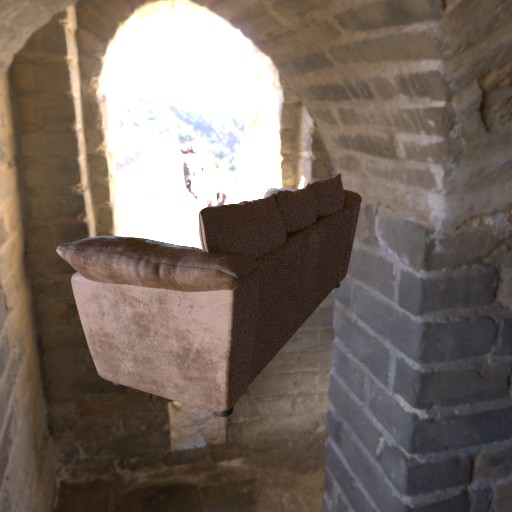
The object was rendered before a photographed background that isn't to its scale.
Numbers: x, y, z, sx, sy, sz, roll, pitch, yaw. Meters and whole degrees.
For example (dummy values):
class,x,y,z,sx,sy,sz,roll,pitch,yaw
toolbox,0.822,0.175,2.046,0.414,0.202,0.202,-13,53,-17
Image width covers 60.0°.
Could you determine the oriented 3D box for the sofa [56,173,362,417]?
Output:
class,x,y,z,sx,sy,sz,roll,pitch,yaw
sofa,0.000,0.000,2.870,0.893,0.981,2.377,7,17,24
